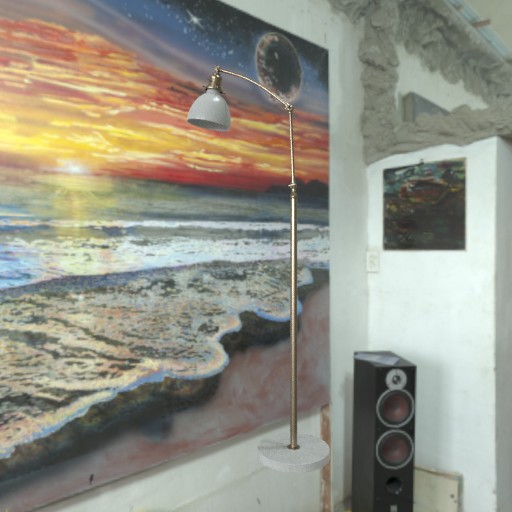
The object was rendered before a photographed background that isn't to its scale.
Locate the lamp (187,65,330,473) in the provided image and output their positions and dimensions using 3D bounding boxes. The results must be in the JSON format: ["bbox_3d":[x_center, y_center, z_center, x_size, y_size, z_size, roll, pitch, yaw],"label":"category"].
[{"bbox_3d":[0.000,0.000,1.806,0.599,1.586,0.288,0,1,17],"label":"lamp"}]
